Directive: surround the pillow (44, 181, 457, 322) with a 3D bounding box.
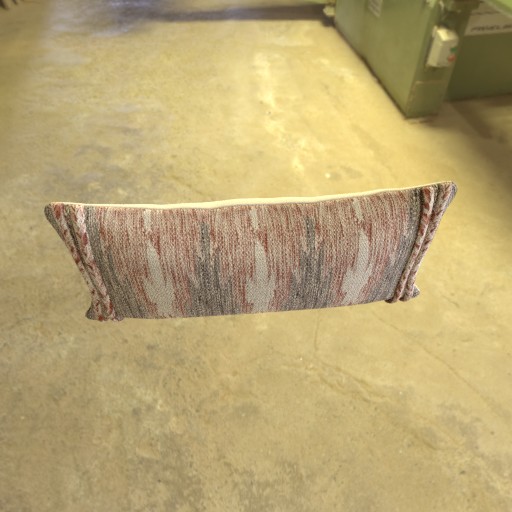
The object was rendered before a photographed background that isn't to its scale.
[{"bbox_3d":[0.000,0.000,0.749,0.635,0.282,0.139,-4,47,-3],"label":"pillow"}]
